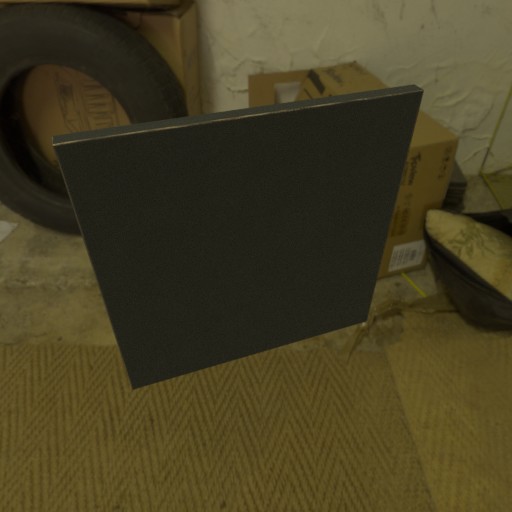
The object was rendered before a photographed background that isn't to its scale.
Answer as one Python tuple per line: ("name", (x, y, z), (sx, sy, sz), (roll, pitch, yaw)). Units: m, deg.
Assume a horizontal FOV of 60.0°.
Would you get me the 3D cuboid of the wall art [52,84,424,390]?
("wall art", (0.000, 0.000, 0.449), (0.304, 0.303, 0.015), (-13, 43, -15))
